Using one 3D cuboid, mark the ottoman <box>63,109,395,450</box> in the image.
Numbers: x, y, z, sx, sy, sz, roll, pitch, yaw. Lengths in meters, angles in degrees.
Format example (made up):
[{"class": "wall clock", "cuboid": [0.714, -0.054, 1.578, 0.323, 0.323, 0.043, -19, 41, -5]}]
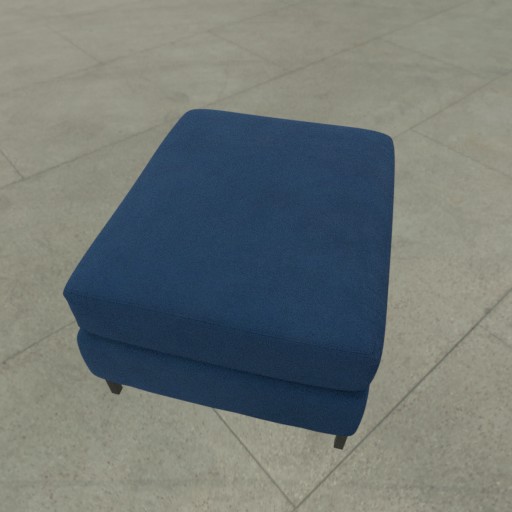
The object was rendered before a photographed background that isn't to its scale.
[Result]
[{"class": "ottoman", "cuboid": [0.000, 0.000, 1.200, 0.655, 0.485, 0.794, 10, 48, 9]}]
